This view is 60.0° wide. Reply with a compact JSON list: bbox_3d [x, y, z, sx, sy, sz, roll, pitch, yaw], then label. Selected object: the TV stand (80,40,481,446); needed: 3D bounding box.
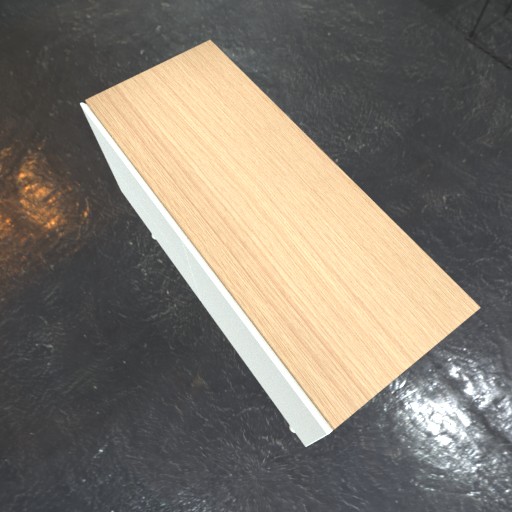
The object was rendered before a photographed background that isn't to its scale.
[{"bbox_3d":[0.000,0.000,1.319,0.407,0.660,0.991,-33,68,-15],"label":"TV stand"}]
